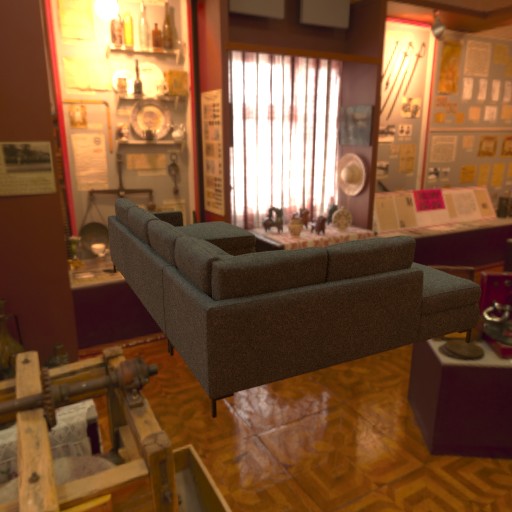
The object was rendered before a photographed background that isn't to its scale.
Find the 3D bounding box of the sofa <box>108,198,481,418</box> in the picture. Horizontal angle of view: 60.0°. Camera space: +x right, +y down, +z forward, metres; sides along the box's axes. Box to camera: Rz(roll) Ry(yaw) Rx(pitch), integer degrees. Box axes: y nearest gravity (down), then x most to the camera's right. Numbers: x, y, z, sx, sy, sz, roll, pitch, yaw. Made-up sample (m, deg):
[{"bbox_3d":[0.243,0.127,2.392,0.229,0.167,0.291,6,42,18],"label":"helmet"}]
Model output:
[{"bbox_3d":[0.000,0.000,3.844,2.007,0.813,2.956,-8,17,-26],"label":"sofa"}]
